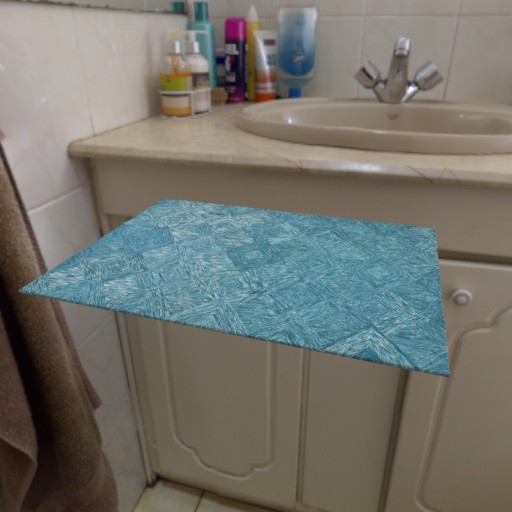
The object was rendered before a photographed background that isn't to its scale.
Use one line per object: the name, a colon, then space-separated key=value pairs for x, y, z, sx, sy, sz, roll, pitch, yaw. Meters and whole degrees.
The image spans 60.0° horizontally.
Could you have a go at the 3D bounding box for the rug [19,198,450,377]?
rug: x=0.000 y=0.000 z=4.123 sx=3.217 sy=0.027 sz=2.405 roll=8 pitch=27 yaw=16
